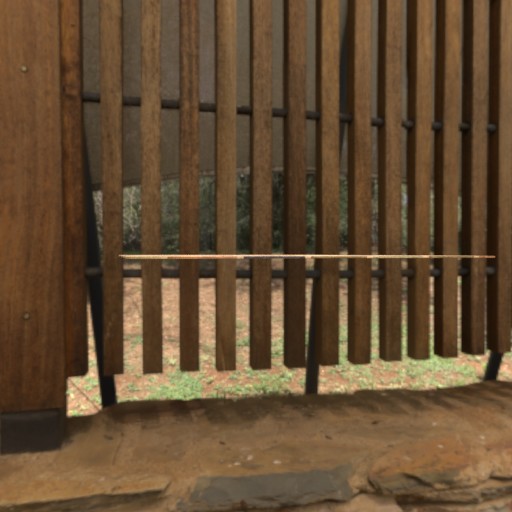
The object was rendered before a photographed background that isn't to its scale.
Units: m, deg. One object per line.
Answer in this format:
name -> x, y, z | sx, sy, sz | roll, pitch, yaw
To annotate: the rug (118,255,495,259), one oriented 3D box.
rug -> 0.000, 0.000, 4.180 | 2.439, 0.013, 3.200 | 0, 0, -18
